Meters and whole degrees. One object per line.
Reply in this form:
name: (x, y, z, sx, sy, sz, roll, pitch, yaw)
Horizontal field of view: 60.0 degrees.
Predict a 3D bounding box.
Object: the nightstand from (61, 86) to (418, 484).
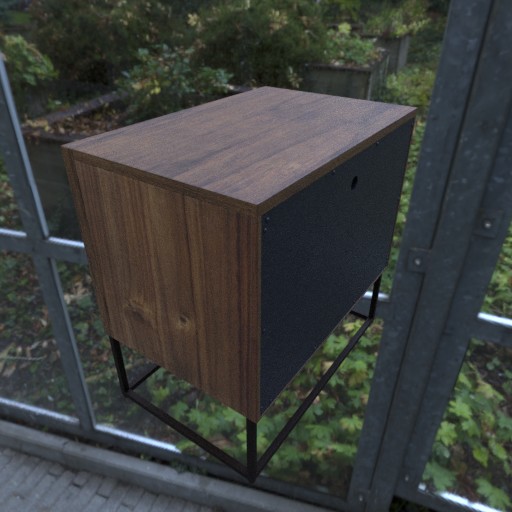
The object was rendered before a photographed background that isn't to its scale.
nightstand: (0.000, 0.000, 1.022, 0.437, 0.610, 0.610, 20, 37, 29)
